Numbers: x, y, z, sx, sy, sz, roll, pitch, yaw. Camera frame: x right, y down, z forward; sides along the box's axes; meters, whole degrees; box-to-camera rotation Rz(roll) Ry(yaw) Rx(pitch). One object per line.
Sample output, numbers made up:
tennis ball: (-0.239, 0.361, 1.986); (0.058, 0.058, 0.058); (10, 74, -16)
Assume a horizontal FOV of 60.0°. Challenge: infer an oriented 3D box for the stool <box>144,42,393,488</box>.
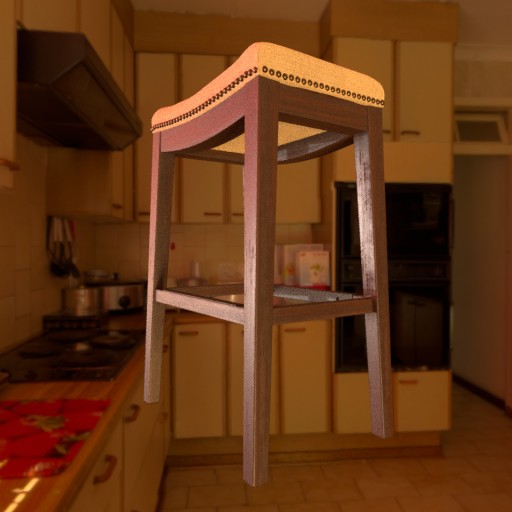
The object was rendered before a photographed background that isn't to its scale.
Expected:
stool: (0.000, 0.000, 1.044); (0.363, 0.768, 0.509); (-1, 2, -35)
